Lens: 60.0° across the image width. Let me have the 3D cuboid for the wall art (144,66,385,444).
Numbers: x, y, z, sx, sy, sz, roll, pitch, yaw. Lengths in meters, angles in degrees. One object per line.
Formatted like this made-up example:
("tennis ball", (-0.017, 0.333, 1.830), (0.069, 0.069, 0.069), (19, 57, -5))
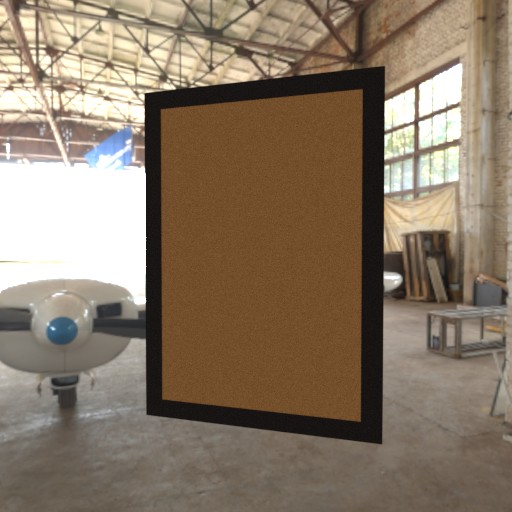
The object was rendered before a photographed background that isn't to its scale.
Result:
("wall art", (0.000, 0.000, 0.686), (0.380, 0.534, 0.013), (0, 1, 17))
